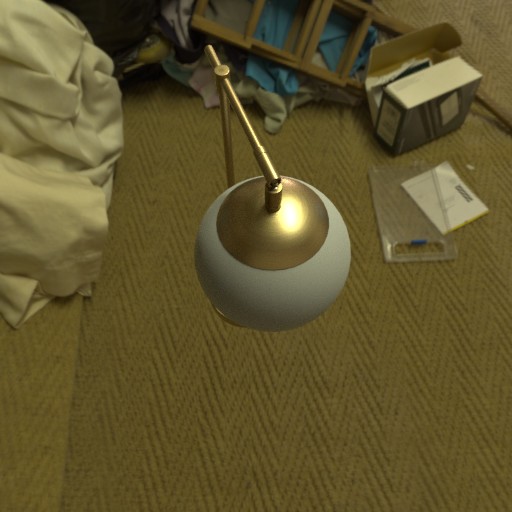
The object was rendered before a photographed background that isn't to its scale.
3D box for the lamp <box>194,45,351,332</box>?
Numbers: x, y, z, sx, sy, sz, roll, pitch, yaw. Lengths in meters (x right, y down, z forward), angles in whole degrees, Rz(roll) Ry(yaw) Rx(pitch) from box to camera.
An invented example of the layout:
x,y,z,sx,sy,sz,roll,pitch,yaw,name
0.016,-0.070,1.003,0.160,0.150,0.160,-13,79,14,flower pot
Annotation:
x,y,z,sx,sy,sz,roll,pitch,yaw,name
0.000,0.000,0.721,0.207,0.559,0.324,-19,65,-9,lamp
